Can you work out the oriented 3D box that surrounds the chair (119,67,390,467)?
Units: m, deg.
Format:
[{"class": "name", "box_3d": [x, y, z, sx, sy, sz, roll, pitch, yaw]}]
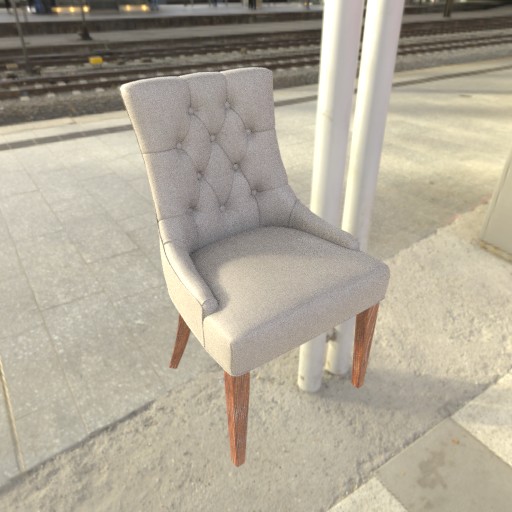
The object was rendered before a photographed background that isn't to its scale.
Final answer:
[{"class": "chair", "box_3d": [0.000, 0.000, 1.205, 0.509, 0.874, 0.565, -21, 37, -30]}]
